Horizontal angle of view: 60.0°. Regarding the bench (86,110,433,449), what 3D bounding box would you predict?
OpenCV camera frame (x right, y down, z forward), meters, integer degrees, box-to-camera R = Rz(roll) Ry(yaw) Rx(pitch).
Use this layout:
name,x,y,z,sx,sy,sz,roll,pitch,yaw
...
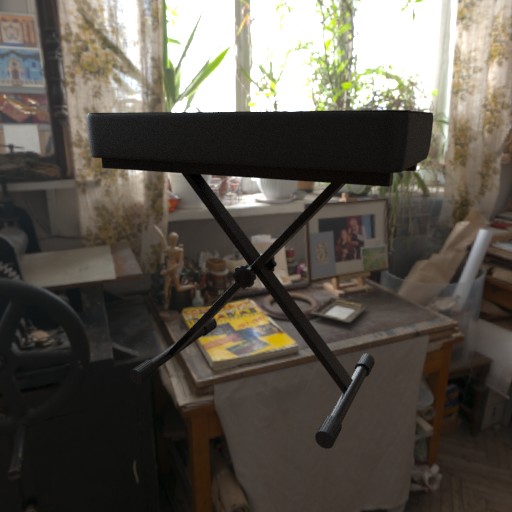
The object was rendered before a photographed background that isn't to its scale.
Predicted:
name,x,y,z,sx,sy,sz,roll,pitch,yaw
bench,0.000,0.000,0.914,0.600,0.561,0.300,9,19,26
